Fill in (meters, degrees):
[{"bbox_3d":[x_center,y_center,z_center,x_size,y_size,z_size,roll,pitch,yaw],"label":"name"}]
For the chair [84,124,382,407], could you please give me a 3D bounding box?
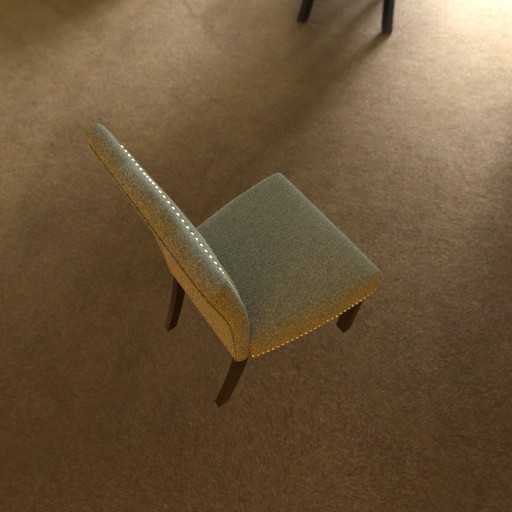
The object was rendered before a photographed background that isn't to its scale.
[{"bbox_3d":[0.000,0.000,1.298,0.589,0.946,0.518,-32,63,-18],"label":"chair"}]
